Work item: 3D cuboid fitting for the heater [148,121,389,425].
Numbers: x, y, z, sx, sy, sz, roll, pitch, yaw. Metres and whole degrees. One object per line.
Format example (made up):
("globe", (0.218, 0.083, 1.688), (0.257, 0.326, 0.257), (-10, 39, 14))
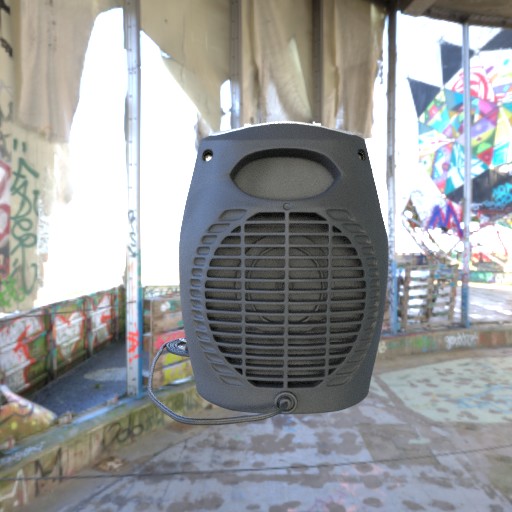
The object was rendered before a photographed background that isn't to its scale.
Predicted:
("heater", (0.000, 0.000, 0.461), (0.239, 0.240, 0.291), (0, 1, 1))
